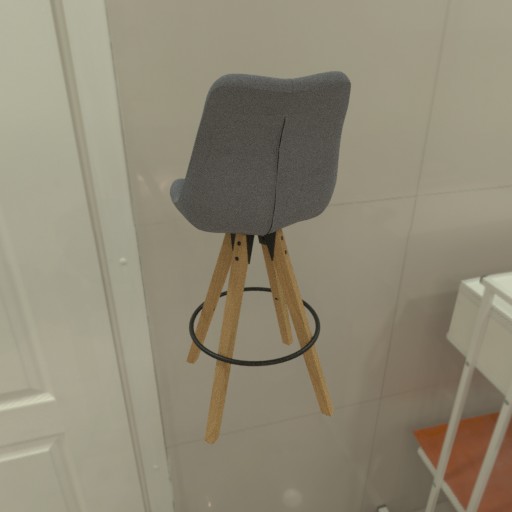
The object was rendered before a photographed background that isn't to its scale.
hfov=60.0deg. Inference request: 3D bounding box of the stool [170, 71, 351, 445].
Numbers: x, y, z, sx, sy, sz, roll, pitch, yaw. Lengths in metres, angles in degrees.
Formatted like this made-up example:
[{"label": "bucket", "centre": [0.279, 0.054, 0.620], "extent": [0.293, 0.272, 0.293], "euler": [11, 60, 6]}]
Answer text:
[{"label": "stool", "centre": [0.000, 0.000, 1.404], "extent": [0.485, 1.115, 0.550], "euler": [-8, 28, -15]}]
